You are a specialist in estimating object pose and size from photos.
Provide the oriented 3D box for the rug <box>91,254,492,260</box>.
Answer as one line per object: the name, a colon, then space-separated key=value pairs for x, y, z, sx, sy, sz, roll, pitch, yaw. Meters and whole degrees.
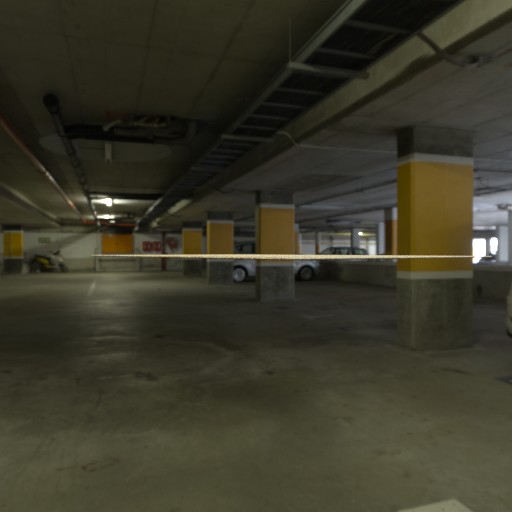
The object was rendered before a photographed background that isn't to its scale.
rug: x=0.000 y=0.000 z=3.035 sx=1.529 sy=0.009 sz=2.446 roll=0 pitch=1 yaw=-36
